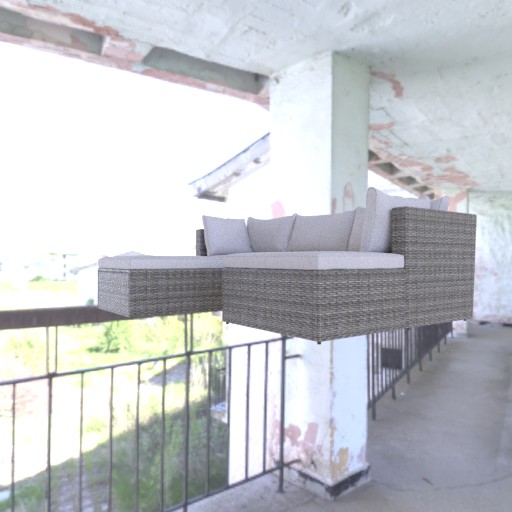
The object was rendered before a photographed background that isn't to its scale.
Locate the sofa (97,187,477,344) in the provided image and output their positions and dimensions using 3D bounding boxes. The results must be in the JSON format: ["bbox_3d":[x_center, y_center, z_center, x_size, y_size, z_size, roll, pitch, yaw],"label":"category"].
[{"bbox_3d":[0.000,0.000,3.028,1.662,0.766,2.192,0,0,-36],"label":"sofa"}]
